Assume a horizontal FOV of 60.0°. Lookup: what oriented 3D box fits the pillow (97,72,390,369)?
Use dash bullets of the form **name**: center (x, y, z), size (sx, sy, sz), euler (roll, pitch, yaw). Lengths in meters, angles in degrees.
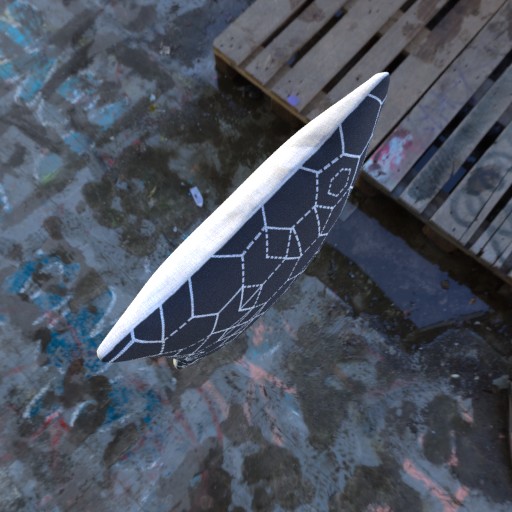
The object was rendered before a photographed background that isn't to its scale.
- **pillow**: center (0.000, 0.000, 0.787), size (0.158, 0.508, 0.517), euler (42, 79, 10)
